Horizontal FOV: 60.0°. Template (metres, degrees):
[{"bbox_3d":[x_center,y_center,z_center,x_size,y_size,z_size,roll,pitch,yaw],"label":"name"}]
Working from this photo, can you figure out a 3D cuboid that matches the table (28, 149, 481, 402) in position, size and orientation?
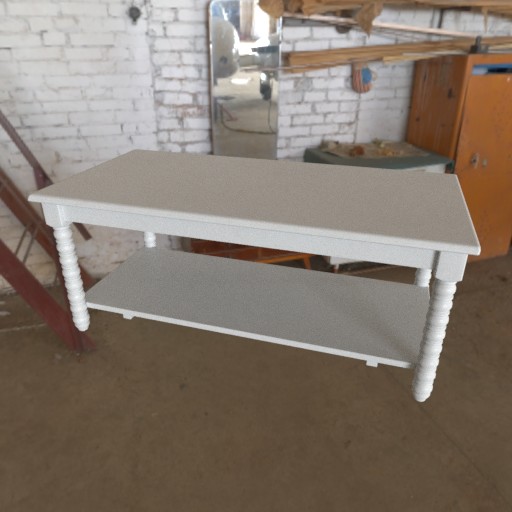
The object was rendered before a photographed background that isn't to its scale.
[{"bbox_3d":[0.000,0.000,1.438,1.171,0.487,0.580,8,28,15],"label":"table"}]
